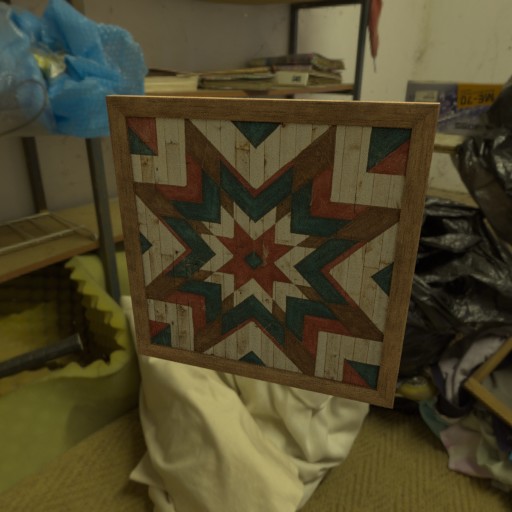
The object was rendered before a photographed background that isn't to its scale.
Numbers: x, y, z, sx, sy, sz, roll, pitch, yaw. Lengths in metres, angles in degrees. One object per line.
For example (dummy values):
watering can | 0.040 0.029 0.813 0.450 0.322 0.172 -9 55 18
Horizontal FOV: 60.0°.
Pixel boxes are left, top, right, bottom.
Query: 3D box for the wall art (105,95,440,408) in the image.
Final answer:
wall art | 0.000 0.000 1.032 0.695 0.691 0.029 7 25 17
